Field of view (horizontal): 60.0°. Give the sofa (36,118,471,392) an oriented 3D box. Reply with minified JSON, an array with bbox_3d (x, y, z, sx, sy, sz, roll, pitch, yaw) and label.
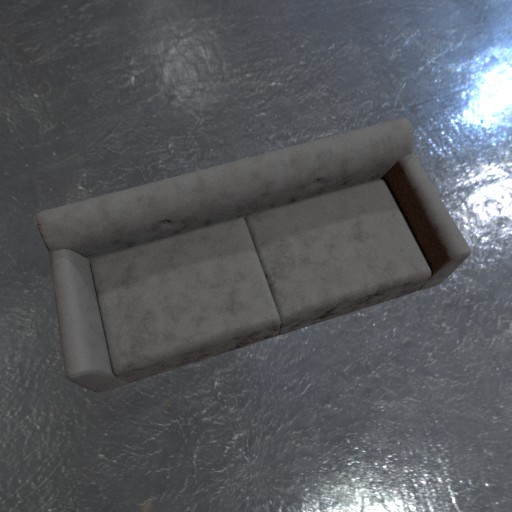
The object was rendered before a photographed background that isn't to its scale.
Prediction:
[{"bbox_3d":[0.000,0.000,2.623,2.190,0.740,0.900,-16,65,-8],"label":"sofa"}]
